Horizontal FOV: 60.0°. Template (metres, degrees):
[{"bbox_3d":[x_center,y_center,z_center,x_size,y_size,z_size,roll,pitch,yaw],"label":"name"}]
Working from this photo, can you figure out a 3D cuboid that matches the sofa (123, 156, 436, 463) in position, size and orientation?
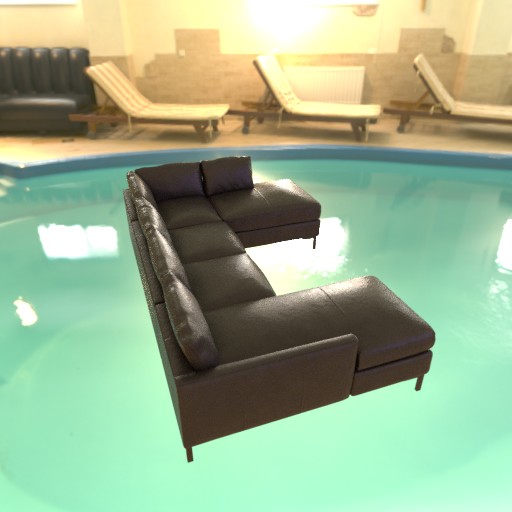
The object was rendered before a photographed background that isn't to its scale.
[{"bbox_3d":[0.000,0.000,3.844,1.939,0.900,2.956,-10,32,-17],"label":"sofa"}]
